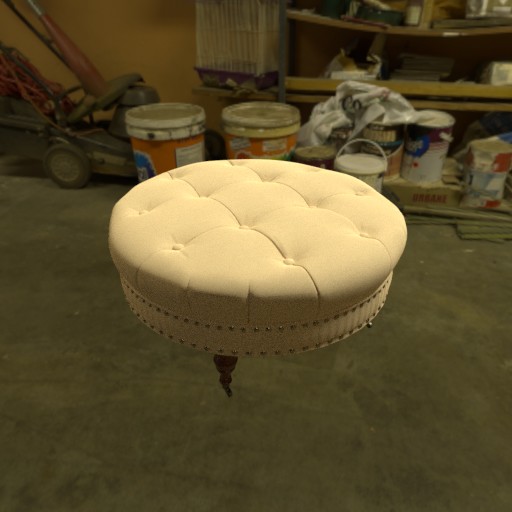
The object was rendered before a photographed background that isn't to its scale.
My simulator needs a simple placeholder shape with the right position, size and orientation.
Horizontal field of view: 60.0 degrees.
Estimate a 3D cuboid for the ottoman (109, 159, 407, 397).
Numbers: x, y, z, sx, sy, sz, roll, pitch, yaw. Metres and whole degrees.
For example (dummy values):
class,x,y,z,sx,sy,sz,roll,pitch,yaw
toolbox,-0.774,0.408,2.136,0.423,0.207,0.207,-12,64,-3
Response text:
class,x,y,z,sx,sy,sz,roll,pitch,yaw
ottoman,0.000,0.000,1.439,0.901,0.439,0.901,0,30,0
